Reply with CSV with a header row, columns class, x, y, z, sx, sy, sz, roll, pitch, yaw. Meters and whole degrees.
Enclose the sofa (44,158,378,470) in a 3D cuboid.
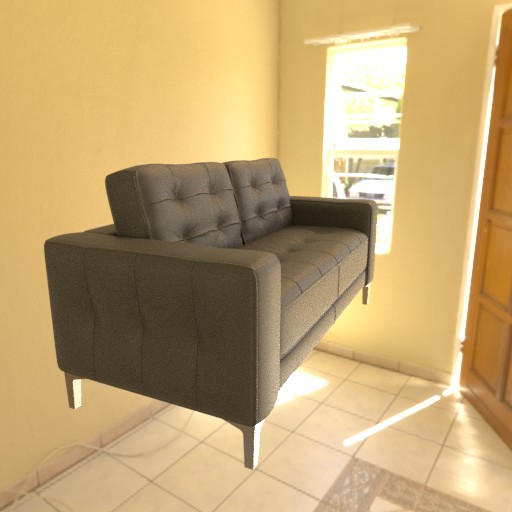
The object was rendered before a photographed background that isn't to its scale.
class,x,y,z,sx,sy,sz,roll,pitch,yaw
sofa,0.000,0.000,2.118,0.833,0.892,1.726,7,15,25
